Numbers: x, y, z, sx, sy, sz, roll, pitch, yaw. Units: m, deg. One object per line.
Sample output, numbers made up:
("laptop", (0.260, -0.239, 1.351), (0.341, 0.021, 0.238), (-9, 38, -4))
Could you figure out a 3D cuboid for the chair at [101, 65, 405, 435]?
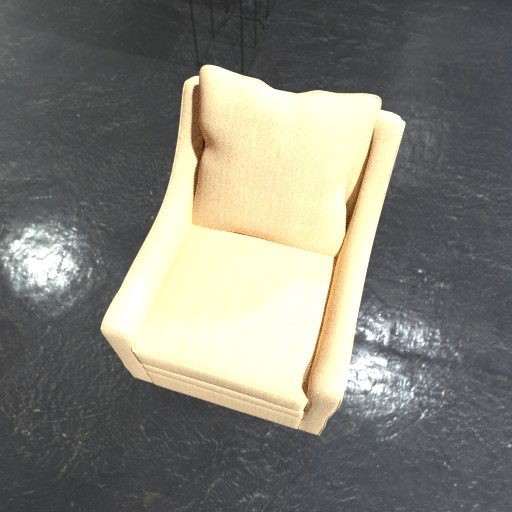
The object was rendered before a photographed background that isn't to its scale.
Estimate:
("chair", (0.000, 0.000, 1.554), (0.760, 0.927, 0.876), (14, 58, 9))
